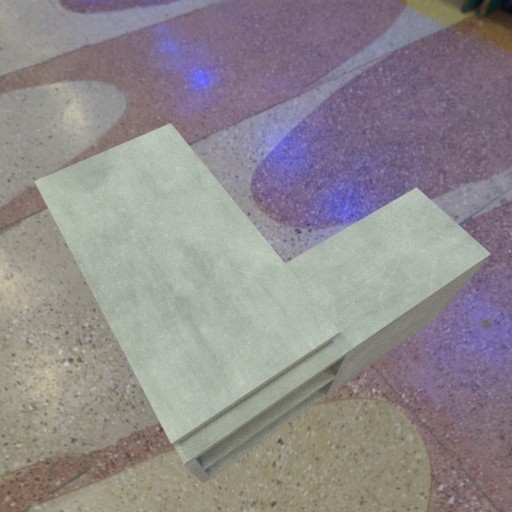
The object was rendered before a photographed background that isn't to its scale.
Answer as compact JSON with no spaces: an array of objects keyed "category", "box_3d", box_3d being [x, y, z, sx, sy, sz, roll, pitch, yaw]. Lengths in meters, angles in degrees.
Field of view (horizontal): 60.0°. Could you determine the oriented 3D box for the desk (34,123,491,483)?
[{"category":"desk","box_3d":[0.000,0.000,2.242,1.500,0.740,1.400,-29,62,-17]}]
